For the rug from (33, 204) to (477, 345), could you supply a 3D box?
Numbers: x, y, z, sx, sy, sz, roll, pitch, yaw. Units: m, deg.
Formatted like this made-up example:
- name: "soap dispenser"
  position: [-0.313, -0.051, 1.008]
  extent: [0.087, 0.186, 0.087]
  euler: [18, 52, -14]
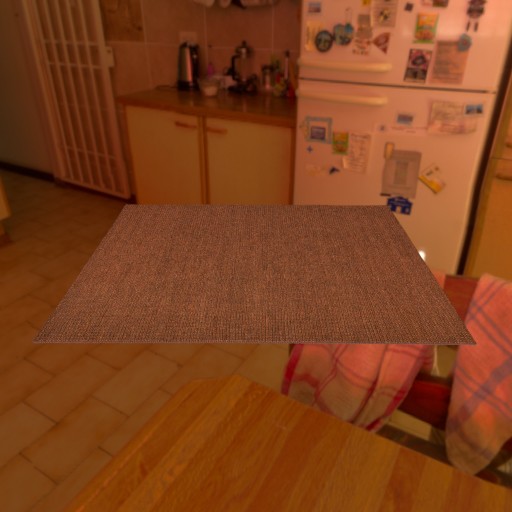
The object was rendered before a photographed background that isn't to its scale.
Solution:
- name: "rug"
  position: [0.000, 0.000, 4.112]
  extent: [3.068, 0.021, 2.456]
  euler: [0, 29, 0]
